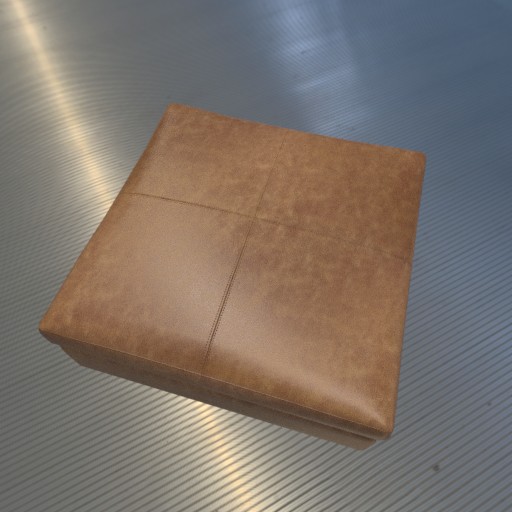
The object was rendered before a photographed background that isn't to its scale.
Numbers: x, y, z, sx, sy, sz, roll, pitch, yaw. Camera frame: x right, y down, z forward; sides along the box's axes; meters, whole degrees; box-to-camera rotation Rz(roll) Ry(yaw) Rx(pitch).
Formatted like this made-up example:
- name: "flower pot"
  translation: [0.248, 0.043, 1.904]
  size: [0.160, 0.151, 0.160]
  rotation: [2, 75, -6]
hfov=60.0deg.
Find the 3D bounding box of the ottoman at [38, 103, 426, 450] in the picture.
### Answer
- name: "ottoman"
  translation: [0.000, 0.000, 1.796]
  size: [1.169, 0.483, 1.168]
  rotation: [14, 59, 9]
